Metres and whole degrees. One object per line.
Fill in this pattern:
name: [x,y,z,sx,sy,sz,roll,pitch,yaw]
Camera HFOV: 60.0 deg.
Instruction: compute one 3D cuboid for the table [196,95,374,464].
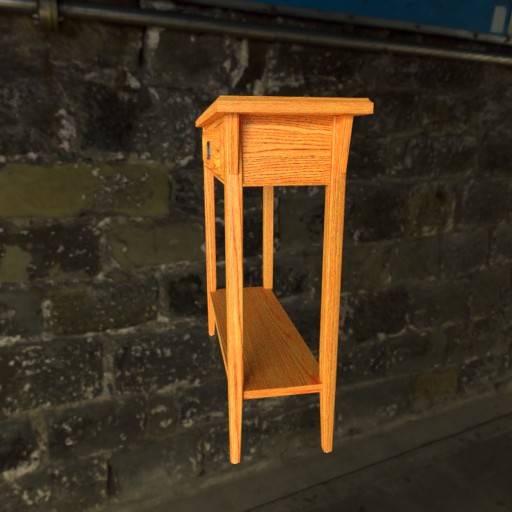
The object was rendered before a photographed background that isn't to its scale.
table: [0.000,0.000,1.148,0.254,0.711,0.762,-3,15,-10]
